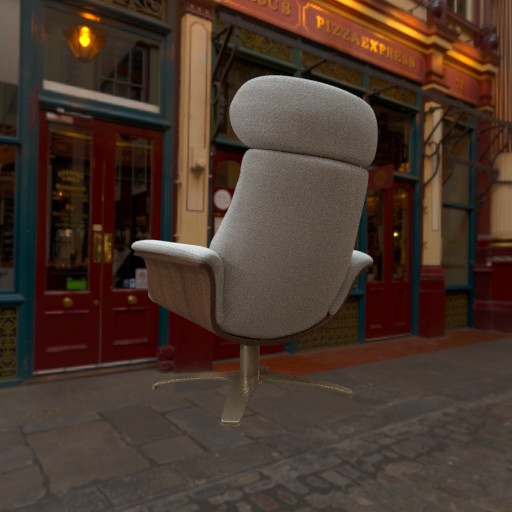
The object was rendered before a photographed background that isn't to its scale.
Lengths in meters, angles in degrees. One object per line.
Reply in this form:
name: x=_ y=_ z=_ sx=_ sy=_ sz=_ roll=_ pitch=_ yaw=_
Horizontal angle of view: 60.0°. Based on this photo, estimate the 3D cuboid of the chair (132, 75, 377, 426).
chair: x=0.000 y=0.000 z=1.604 sx=0.785 sy=0.995 sz=0.837 roll=1 pitch=-1 yaw=-36
